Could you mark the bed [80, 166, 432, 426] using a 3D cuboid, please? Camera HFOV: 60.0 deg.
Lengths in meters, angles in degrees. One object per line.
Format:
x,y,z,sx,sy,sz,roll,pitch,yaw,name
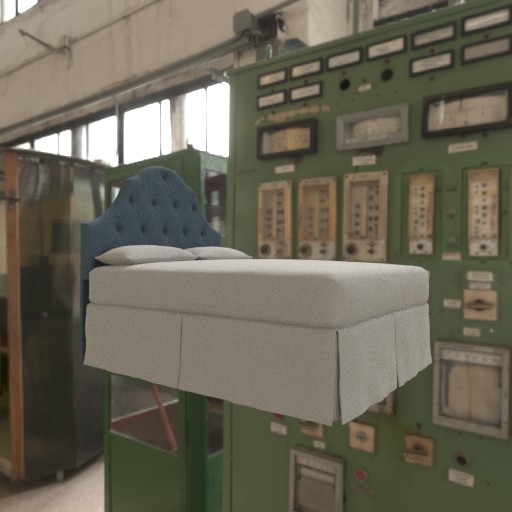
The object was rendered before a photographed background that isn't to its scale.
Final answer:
0.000,0.000,3.291,2.155,1.575,1.636,0,0,36,bed
